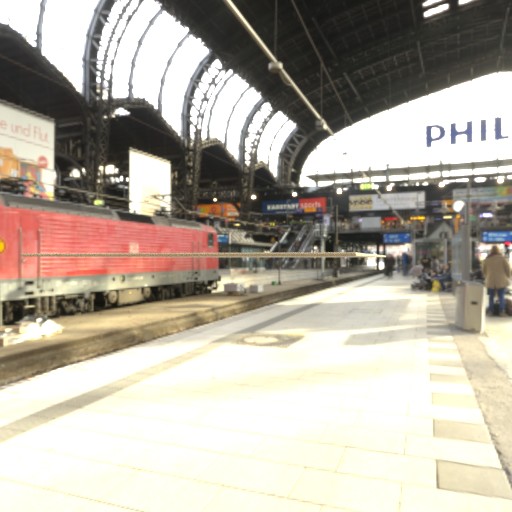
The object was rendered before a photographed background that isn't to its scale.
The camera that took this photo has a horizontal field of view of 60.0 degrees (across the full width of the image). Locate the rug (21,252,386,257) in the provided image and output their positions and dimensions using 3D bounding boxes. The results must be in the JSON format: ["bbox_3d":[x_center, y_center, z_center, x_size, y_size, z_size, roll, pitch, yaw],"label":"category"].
[{"bbox_3d":[0.000,0.000,2.877,1.526,0.014,2.290,0,0,19],"label":"rug"}]
